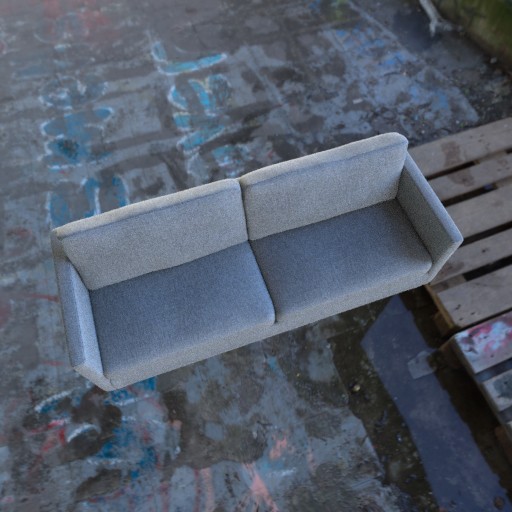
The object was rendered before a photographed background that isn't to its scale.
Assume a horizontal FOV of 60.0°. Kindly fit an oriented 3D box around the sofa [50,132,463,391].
[{"bbox_3d":[0.000,0.000,2.971,2.434,0.951,0.948,-17,63,-9],"label":"sofa"}]
